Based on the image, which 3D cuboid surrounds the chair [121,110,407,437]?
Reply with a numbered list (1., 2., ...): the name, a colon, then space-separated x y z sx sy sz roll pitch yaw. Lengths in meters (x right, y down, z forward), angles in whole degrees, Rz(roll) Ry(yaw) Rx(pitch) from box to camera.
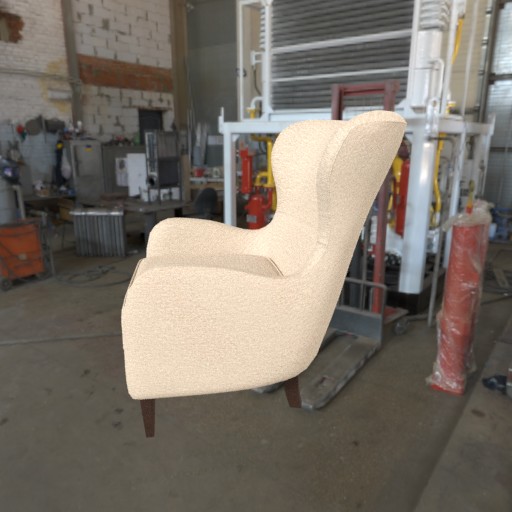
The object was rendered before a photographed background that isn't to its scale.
1. chair: 0.000 0.000 1.757 0.984 1.064 0.861 -2 15 -8
